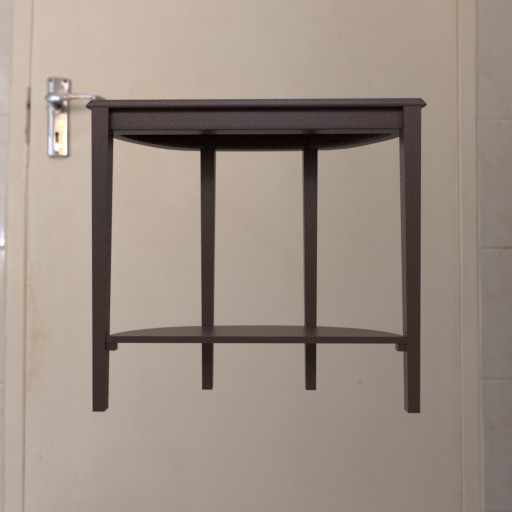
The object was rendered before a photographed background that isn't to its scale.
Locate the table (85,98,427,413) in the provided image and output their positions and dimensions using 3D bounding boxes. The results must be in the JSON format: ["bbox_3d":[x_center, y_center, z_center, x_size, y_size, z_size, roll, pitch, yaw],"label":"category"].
[{"bbox_3d":[0.000,0.000,1.307,0.909,0.831,0.274,0,-1,1],"label":"table"}]
